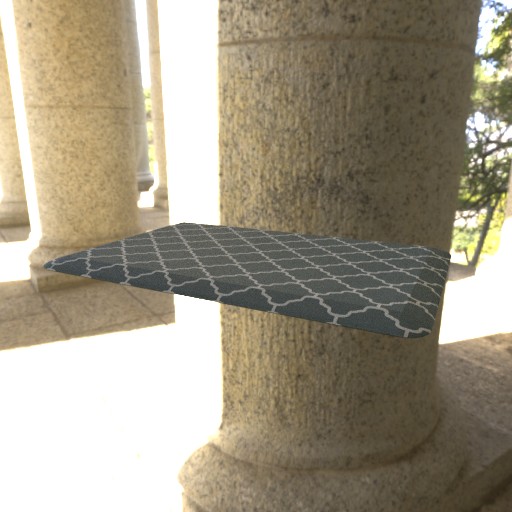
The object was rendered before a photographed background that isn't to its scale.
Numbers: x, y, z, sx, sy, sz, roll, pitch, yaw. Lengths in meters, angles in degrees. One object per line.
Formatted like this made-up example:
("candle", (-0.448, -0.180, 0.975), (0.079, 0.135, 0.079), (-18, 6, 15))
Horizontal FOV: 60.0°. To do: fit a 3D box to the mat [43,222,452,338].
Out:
("mat", (0.000, 0.000, 0.965), (0.762, 0.021, 0.508), (8, 17, 25))
